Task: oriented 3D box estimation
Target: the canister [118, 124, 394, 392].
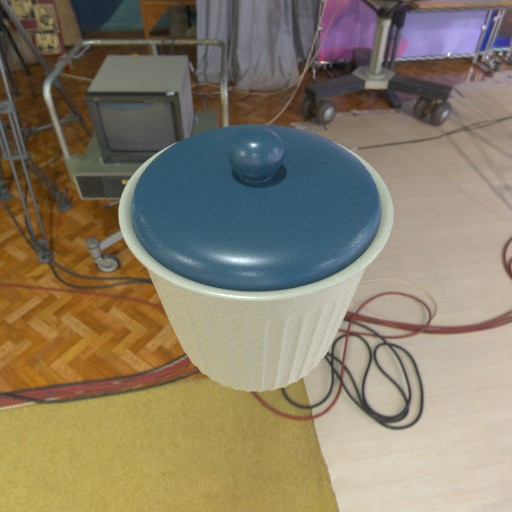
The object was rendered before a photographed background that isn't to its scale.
[{"bbox_3d":[0.000,0.000,0.339,0.181,0.211,0.181,0,45,0],"label":"canister"}]
